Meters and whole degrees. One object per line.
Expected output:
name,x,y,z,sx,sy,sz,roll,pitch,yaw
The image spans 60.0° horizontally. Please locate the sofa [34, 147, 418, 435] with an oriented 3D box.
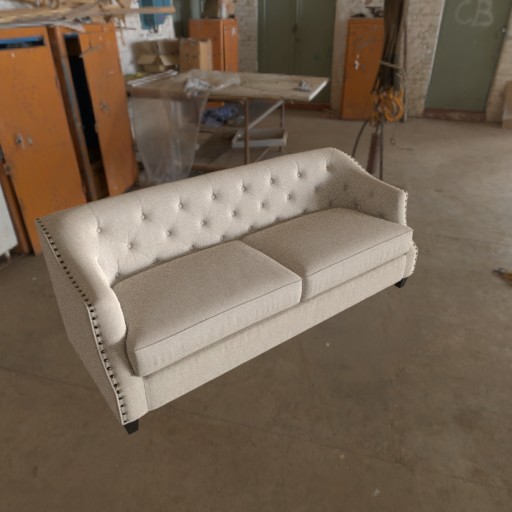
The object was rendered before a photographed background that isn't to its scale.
sofa,0.000,0.000,2.782,2.235,0.901,0.914,-21,35,-32
